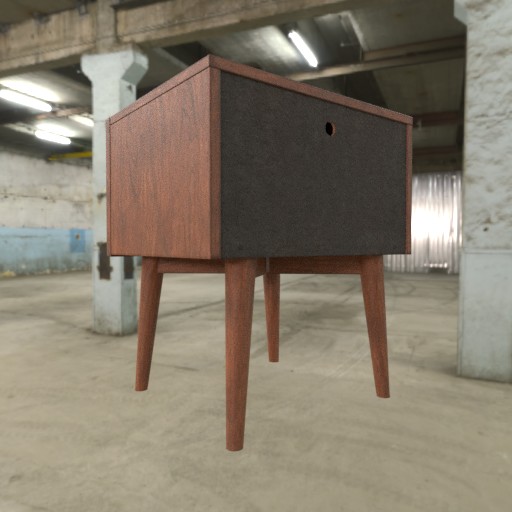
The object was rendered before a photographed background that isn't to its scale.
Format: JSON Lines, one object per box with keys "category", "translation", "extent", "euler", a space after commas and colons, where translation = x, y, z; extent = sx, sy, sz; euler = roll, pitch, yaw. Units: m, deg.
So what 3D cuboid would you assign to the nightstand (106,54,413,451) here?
{"category": "nightstand", "translation": [0.000, 0.000, 0.988], "extent": [0.521, 0.607, 0.445], "euler": [-1, 2, -38]}
